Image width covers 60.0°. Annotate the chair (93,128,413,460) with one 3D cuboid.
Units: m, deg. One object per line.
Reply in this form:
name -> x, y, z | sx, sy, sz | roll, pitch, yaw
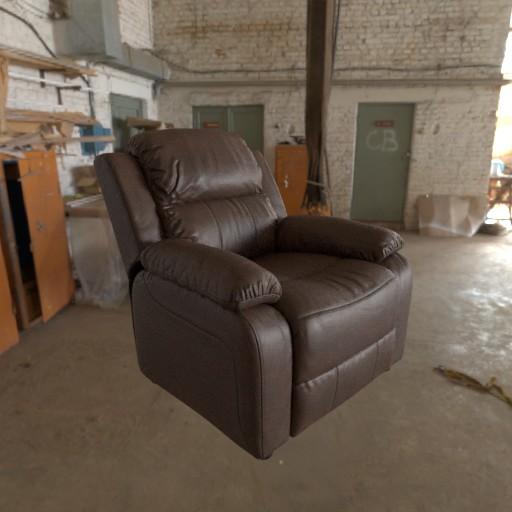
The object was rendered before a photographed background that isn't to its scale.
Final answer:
chair -> 0.000, 0.000, 1.258 | 0.707, 0.702, 0.680 | 14, 21, 43
